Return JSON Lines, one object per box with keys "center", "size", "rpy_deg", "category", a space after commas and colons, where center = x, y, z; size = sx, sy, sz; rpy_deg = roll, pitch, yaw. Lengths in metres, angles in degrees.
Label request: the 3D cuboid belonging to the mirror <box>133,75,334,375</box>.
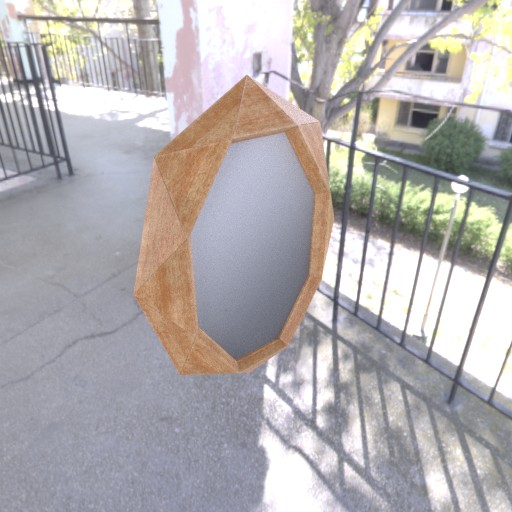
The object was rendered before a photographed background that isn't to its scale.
{"center": [0.000, 0.000, 1.022], "size": [0.577, 0.774, 0.070], "rpy_deg": [-21, 36, -32], "category": "mirror"}
